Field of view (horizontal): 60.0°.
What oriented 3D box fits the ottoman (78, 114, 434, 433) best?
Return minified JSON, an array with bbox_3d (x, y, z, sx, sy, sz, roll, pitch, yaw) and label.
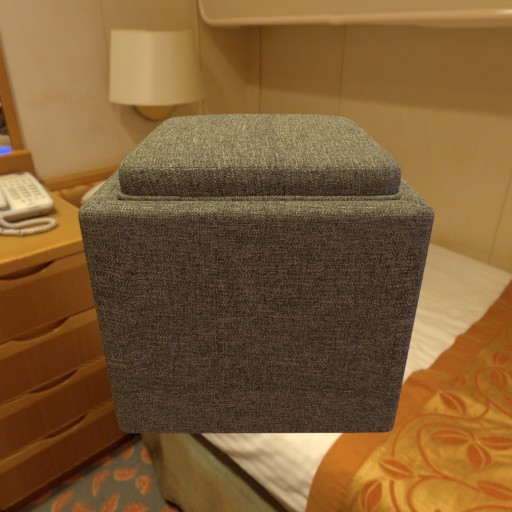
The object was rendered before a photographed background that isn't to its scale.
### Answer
[{"bbox_3d":[0.000,0.000,0.817,0.450,0.460,0.450,0,27,0],"label":"ottoman"}]
